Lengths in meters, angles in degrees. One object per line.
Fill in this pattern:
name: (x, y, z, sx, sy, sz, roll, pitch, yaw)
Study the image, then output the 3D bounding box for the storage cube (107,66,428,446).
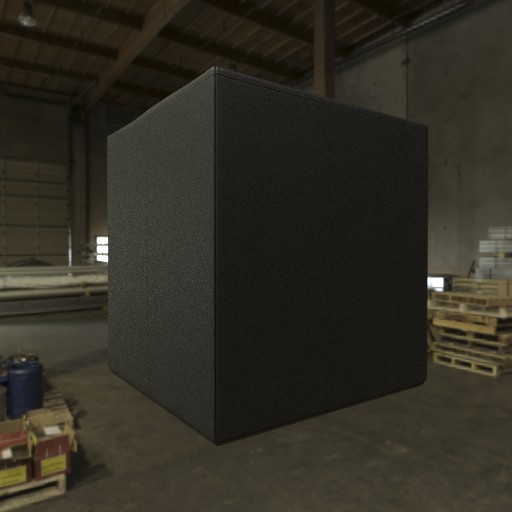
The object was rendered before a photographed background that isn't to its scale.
storage cube: (0.000, 0.000, 0.506, 0.270, 0.280, 0.270, -1, 1, -36)
